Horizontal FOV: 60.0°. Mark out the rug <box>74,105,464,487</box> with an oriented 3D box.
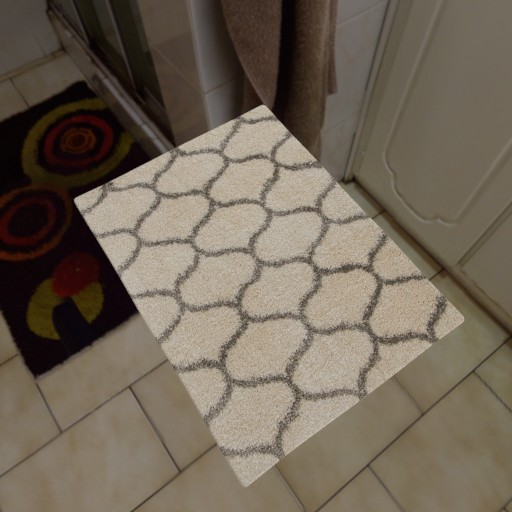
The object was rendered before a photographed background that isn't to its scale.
[{"bbox_3d":[0.000,0.000,2.145,1.200,0.025,1.600,-31,67,-15],"label":"rug"}]
